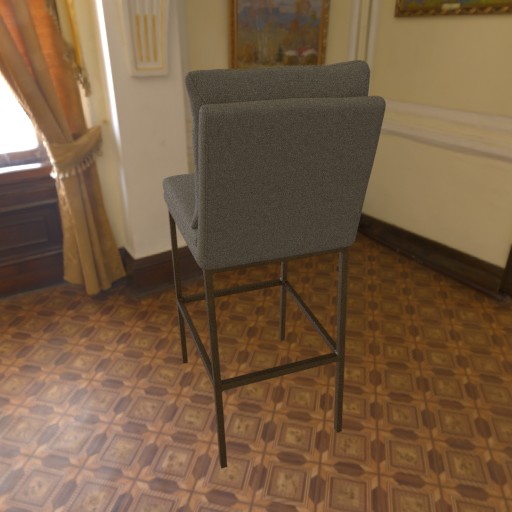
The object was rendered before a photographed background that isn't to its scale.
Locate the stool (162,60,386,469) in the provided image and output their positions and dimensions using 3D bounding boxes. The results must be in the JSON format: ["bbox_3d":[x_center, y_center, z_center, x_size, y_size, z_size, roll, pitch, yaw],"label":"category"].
[{"bbox_3d":[0.000,0.000,1.386,0.463,1.132,0.569,-9,28,-18],"label":"stool"}]
